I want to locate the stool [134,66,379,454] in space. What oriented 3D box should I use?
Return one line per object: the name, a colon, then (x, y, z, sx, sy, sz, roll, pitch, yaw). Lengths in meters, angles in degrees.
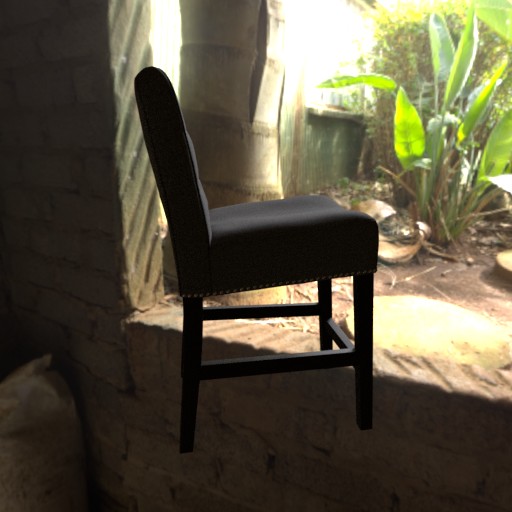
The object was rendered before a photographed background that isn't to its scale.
stool: (0.000, 0.000, 1.191, 0.571, 0.885, 0.427, -2, 15, -9)
